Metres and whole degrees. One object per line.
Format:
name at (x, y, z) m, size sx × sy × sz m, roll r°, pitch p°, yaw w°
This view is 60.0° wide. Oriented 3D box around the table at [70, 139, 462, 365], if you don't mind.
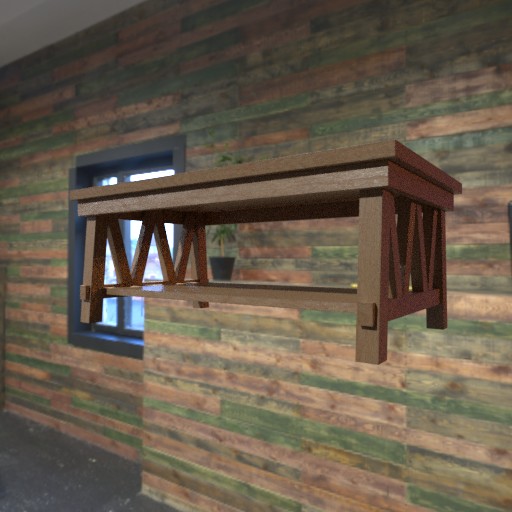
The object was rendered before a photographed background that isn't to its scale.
table at (0.000, 0.000, 1.637) m, size 1.270 × 0.507 × 0.711 m, roll 0°, pitch 0°, yaw 36°
